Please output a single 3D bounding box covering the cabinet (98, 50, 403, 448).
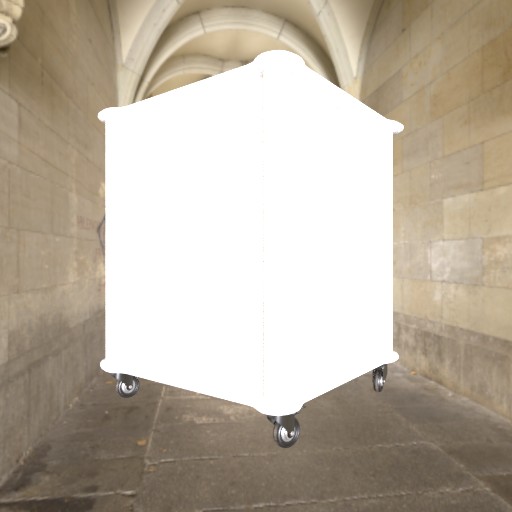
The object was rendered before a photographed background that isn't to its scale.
[{"bbox_3d":[0.000,0.000,1.227,0.628,0.761,0.627,0,0,38],"label":"cabinet"}]
